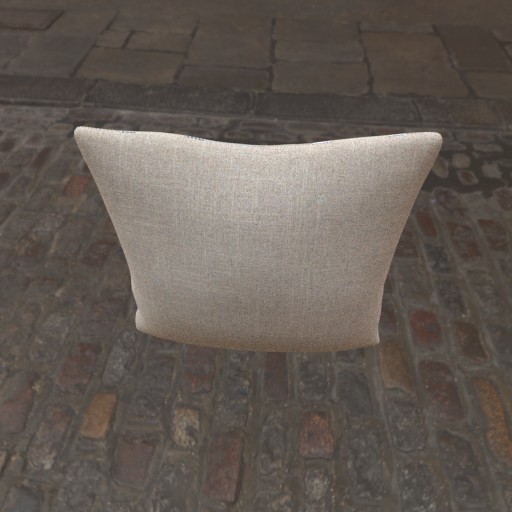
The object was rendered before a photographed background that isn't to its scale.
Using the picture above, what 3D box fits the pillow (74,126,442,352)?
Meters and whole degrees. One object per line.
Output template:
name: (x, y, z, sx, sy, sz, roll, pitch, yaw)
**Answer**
pillow: (0.000, 0.000, 0.864, 0.578, 0.558, 0.192, 3, 46, 3)
